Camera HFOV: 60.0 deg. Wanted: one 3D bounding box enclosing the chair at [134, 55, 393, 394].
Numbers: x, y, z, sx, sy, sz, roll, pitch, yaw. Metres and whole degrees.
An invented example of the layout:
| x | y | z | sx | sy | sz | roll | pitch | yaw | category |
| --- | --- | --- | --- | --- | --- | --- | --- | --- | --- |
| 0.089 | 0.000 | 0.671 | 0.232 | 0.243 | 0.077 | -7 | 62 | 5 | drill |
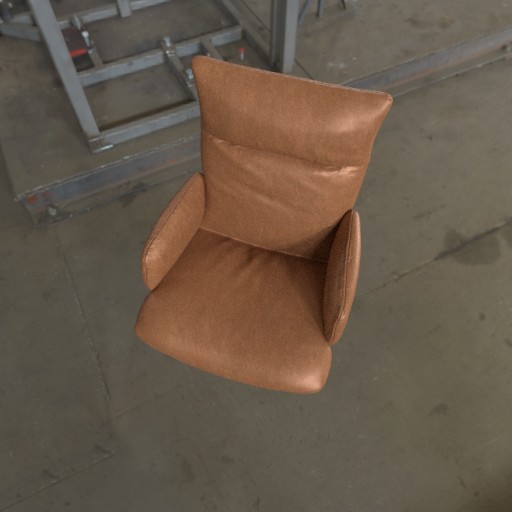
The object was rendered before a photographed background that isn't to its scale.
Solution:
| x | y | z | sx | sy | sz | roll | pitch | yaw | category |
| --- | --- | --- | --- | --- | --- | --- | --- | --- | --- |
| 0.000 | 0.000 | 1.569 | 0.711 | 1.027 | 0.794 | 15 | 60 | 9 | chair |
